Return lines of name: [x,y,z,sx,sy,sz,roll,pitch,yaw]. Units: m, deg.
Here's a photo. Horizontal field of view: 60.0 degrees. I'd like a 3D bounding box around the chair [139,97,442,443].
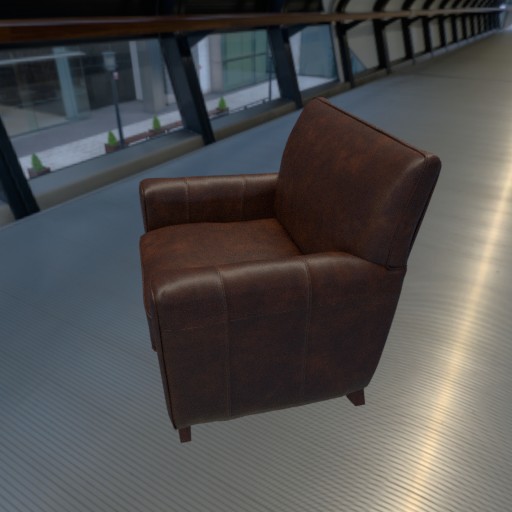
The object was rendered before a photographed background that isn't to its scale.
chair: [0.000,0.000,1.623,0.823,0.943,0.870,-8,31,-13]
